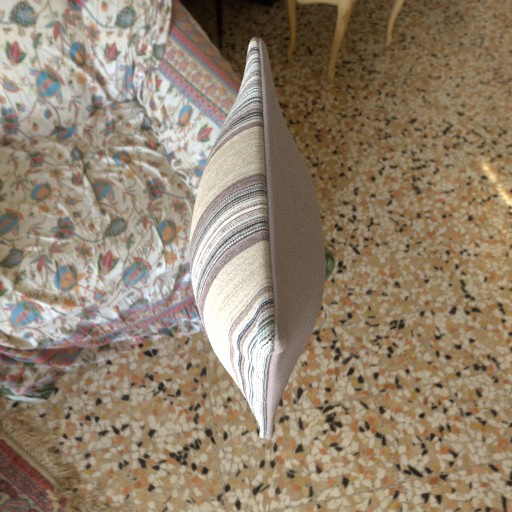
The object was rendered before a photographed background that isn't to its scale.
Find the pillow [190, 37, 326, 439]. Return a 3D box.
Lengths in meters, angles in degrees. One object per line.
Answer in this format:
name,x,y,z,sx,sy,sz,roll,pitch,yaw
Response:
pillow,0.000,0.000,0.645,0.189,0.416,0.435,-1,58,-1
